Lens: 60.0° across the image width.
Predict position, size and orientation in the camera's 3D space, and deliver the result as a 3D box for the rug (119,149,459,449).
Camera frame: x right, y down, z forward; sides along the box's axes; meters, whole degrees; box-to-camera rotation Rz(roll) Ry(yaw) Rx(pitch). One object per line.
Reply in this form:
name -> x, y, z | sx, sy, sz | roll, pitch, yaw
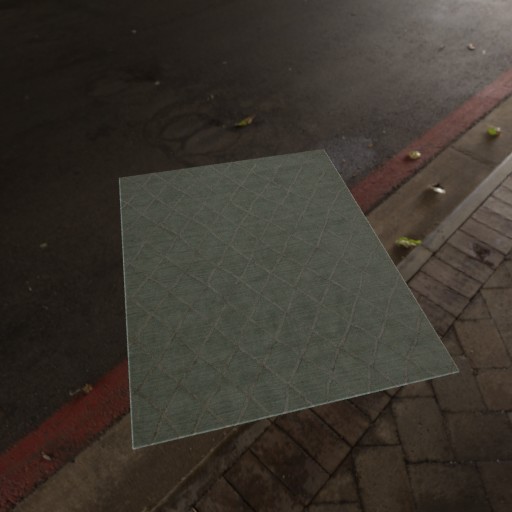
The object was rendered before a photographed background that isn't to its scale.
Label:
rug -> 0.000, 0.000, 4.151 | 2.420, 0.019, 3.039 | -10, 48, -9
